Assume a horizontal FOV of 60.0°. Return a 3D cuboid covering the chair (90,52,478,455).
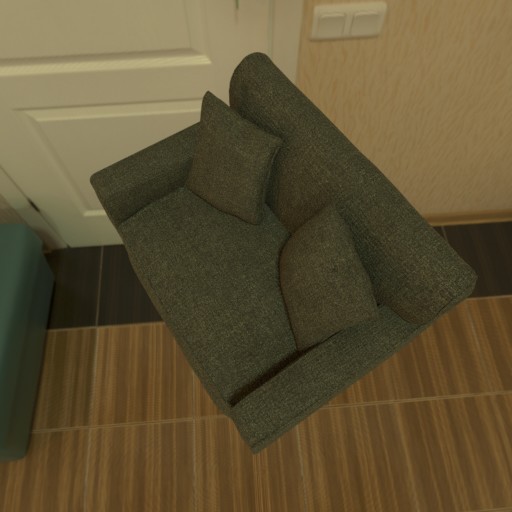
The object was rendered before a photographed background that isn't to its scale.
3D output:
[{"bbox_3d":[0.000,0.000,2.023,1.000,0.948,1.383,-31,68,-14],"label":"chair"}]
